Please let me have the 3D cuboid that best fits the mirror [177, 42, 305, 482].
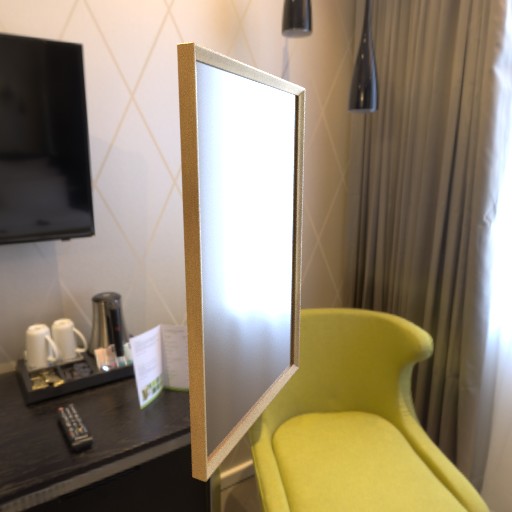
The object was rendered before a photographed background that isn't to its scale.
[{"bbox_3d":[0.000,0.000,1.173,0.041,0.915,0.609,6,14,25],"label":"mirror"}]
